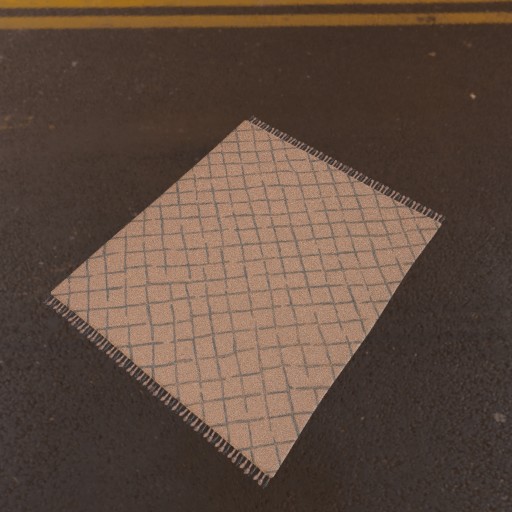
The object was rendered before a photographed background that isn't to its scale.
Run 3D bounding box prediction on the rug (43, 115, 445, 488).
[{"bbox_3d":[0.000,0.000,4.900,2.892,0.036,3.585,33,64,19],"label":"rug"}]
